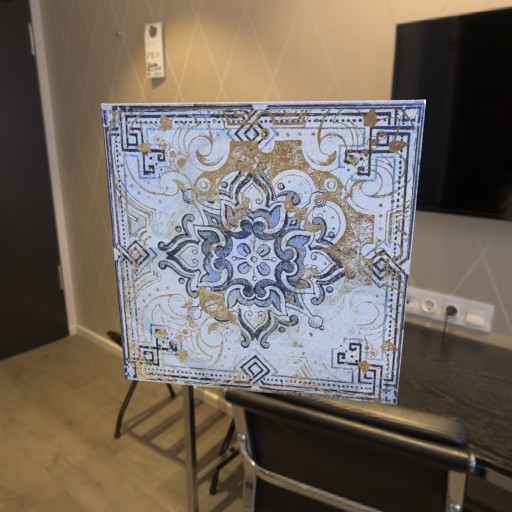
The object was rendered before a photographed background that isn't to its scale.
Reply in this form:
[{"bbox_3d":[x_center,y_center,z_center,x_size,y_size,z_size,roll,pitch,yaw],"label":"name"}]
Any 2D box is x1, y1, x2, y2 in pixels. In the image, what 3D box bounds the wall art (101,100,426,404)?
[{"bbox_3d":[0.000,0.000,0.626,0.411,0.410,0.038,3,16,9],"label":"wall art"}]
